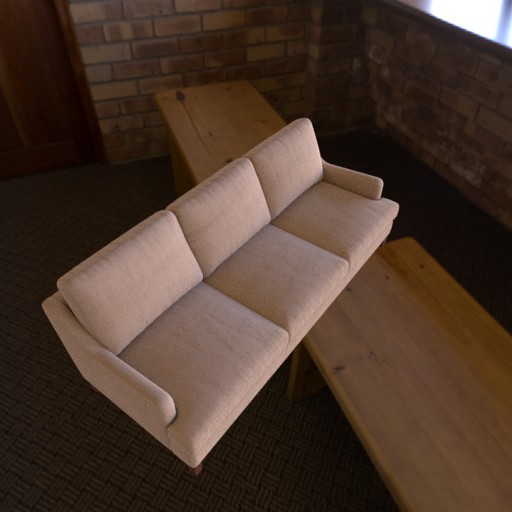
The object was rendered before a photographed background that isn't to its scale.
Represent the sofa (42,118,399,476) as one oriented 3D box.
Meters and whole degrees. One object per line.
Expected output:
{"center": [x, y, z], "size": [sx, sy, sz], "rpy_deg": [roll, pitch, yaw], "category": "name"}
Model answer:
{"center": [0.000, 0.000, 2.848], "size": [1.000, 0.913, 2.321], "rpy_deg": [27, 49, 26], "category": "sofa"}
